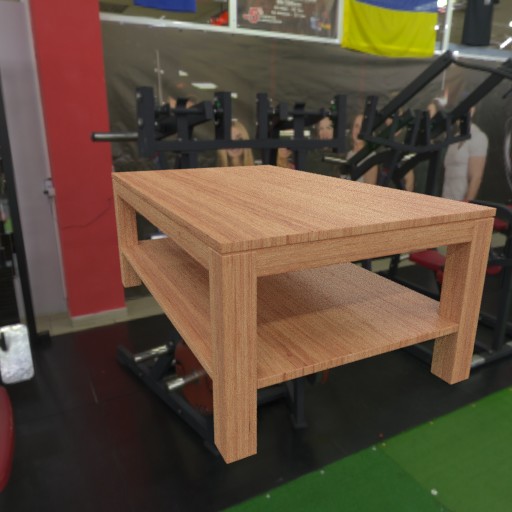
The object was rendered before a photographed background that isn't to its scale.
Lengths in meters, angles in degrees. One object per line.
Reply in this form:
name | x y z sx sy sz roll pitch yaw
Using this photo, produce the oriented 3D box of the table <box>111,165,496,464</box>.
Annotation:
table | 0.000 0.000 1.452 0.695 0.457 1.146 -8 19 -25
